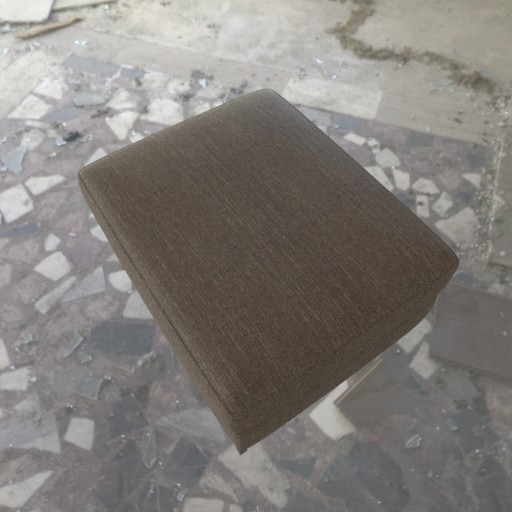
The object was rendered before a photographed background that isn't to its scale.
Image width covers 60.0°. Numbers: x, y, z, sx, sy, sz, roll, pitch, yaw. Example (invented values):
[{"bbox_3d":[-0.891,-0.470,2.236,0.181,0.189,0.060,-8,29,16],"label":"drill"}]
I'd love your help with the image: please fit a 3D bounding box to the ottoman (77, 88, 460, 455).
[{"bbox_3d":[0.000,0.000,1.275,0.671,0.490,0.820,-30,62,-18],"label":"ottoman"}]
